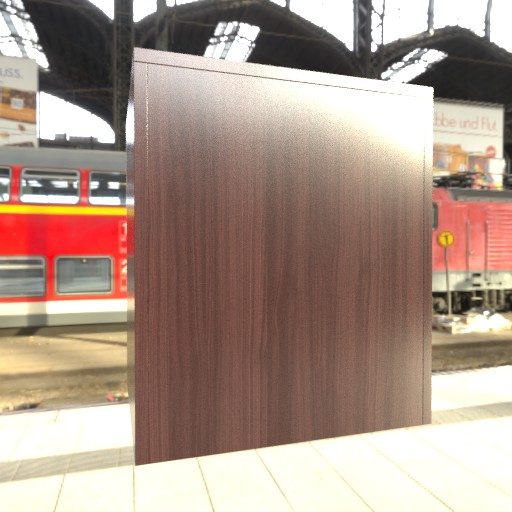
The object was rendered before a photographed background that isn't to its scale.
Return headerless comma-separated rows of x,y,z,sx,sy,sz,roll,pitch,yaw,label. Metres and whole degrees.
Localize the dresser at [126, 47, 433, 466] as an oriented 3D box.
0.000,0.000,0.727,0.400,0.470,0.360,0,1,-18,dresser
